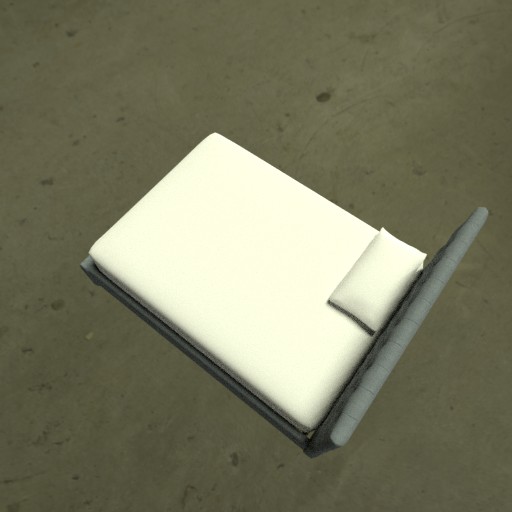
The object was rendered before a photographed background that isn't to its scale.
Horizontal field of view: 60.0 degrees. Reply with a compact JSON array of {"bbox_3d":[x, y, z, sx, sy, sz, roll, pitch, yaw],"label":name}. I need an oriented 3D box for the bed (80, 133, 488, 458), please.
[{"bbox_3d":[0.000,0.000,3.331,2.335,1.411,1.698,35,69,16],"label":"bed"}]
